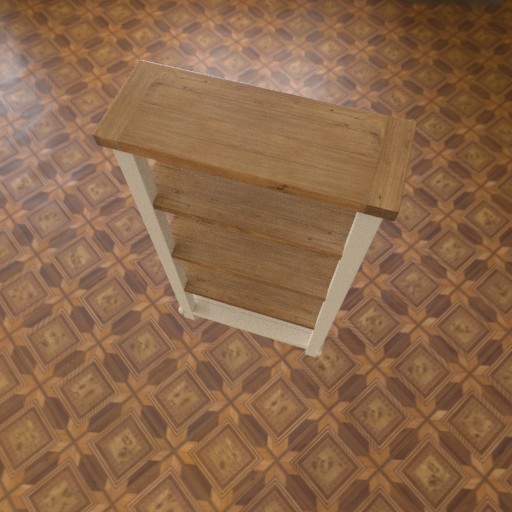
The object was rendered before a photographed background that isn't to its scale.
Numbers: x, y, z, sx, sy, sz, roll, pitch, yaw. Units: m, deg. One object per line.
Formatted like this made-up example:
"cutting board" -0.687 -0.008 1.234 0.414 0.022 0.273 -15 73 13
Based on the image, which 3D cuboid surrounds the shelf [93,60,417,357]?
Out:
"shelf" 0.000 0.000 2.319 1.022 1.878 0.381 16 64 8
